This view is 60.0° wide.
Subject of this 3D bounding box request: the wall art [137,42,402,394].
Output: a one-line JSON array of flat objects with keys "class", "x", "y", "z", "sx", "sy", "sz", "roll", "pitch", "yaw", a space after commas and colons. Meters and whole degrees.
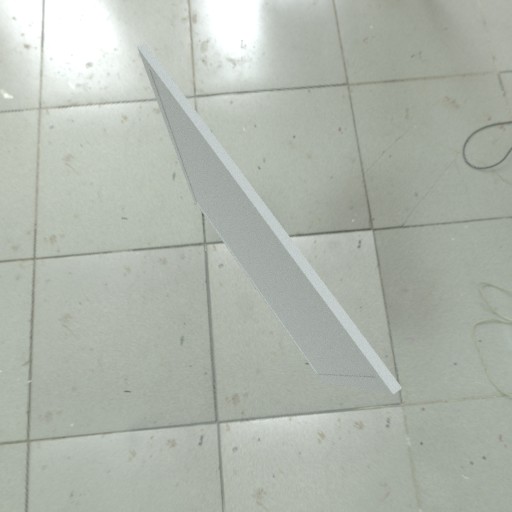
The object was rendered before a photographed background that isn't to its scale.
[{"class": "wall art", "x": 0.000, "y": 0.000, "z": 0.976, "sx": 0.015, "sy": 0.660, "sz": 0.660, "roll": -34, "pitch": 78, "yaw": -8}]
